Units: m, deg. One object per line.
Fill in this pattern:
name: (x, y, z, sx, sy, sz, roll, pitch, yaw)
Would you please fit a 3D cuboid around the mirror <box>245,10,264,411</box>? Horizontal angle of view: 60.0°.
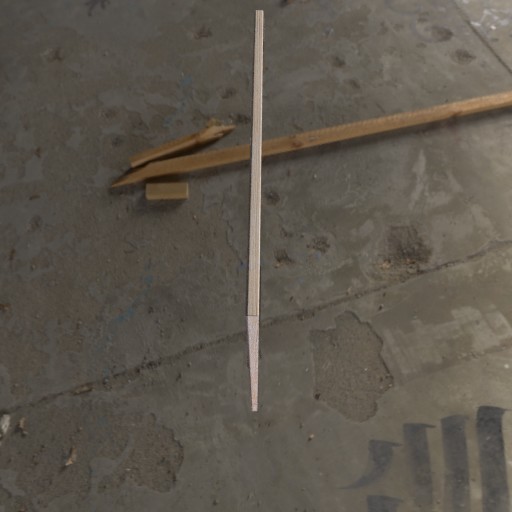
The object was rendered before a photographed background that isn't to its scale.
mirror: (0.000, 0.000, 1.257, 0.025, 0.996, 0.705, 1, 63, 0)
